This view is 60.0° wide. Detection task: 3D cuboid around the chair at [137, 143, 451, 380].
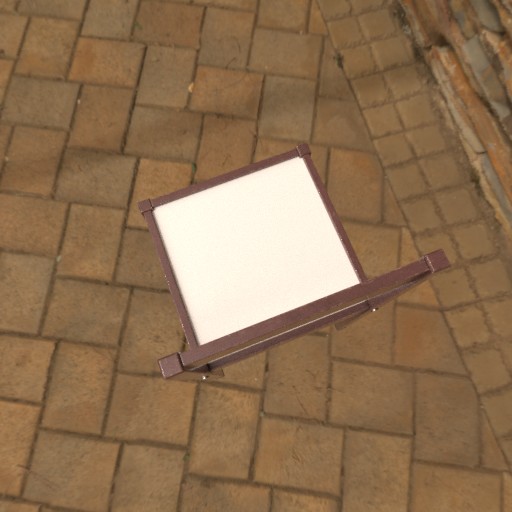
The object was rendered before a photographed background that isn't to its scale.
[{"bbox_3d":[0.000,0.000,0.678,0.285,0.505,0.285,-21,75,-6],"label":"chair"}]
